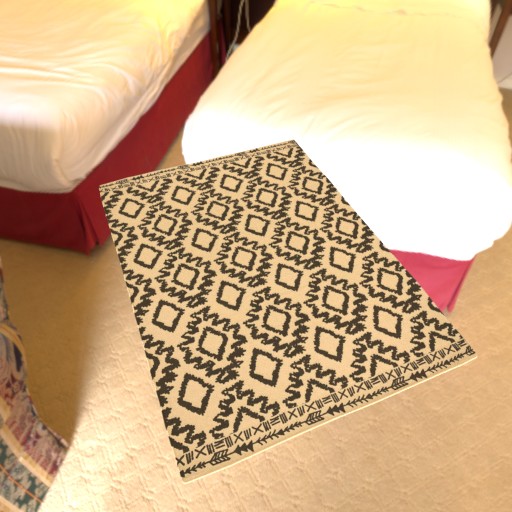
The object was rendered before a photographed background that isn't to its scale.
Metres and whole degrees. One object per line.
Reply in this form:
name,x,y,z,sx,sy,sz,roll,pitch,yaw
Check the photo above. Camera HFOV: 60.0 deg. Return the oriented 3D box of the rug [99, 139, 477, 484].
rug,0.000,0.000,4.232,2.444,0.036,3.369,-17,50,-15
